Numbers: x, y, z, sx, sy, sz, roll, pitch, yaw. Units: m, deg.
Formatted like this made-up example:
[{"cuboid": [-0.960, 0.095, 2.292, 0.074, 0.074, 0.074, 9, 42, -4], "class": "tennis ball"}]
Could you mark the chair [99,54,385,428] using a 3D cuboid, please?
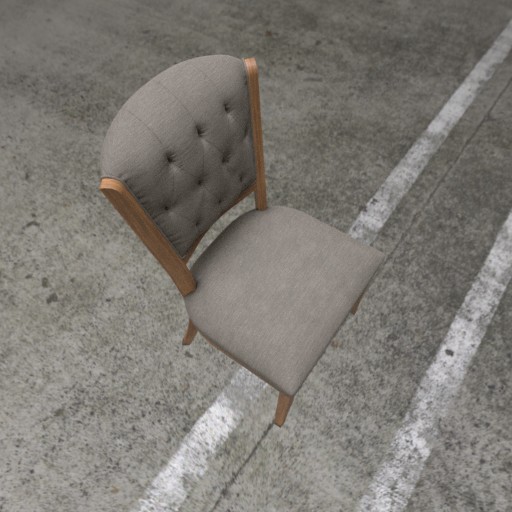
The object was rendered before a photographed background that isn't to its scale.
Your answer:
[{"cuboid": [0.000, 0.000, 1.238, 0.584, 0.905, 0.513, 31, 63, 18], "class": "chair"}]
